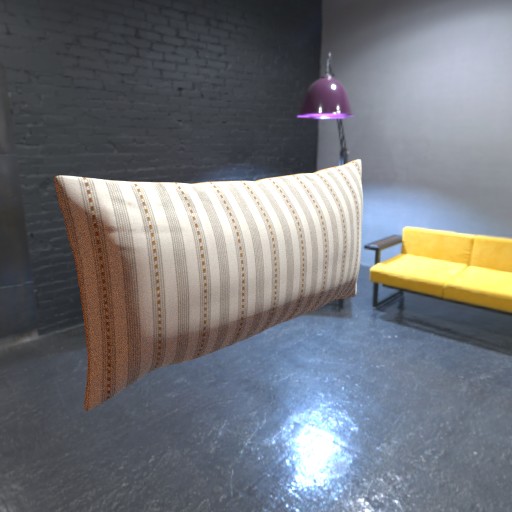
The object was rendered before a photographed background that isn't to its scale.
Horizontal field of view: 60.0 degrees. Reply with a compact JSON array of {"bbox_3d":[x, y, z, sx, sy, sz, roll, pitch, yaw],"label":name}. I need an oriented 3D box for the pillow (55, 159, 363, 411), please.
[{"bbox_3d":[0.000,0.000,0.724,0.608,0.291,0.151,-14,20,-43],"label":"pillow"}]
